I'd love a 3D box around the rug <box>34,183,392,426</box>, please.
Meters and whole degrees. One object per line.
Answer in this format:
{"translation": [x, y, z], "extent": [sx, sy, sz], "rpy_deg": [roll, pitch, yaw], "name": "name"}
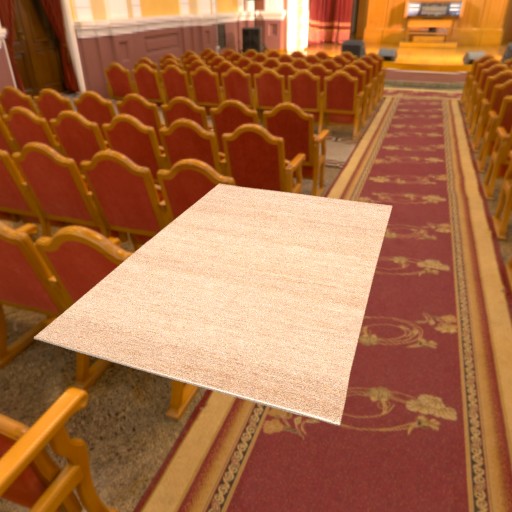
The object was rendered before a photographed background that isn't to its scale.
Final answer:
{"translation": [0.000, 0.000, 2.975], "extent": [1.574, 0.029, 2.346], "rpy_deg": [10, 32, 17], "name": "rug"}
